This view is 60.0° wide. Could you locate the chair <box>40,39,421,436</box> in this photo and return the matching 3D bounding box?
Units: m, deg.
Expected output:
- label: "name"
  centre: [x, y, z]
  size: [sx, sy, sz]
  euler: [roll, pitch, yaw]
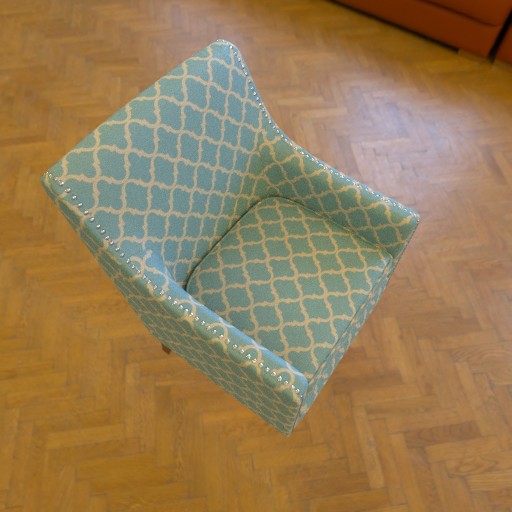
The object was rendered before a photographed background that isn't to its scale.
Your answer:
- label: "chair"
  centre: [0.000, 0.000, 1.272]
  size: [0.686, 0.817, 0.617]
  euler: [32, 64, 18]
